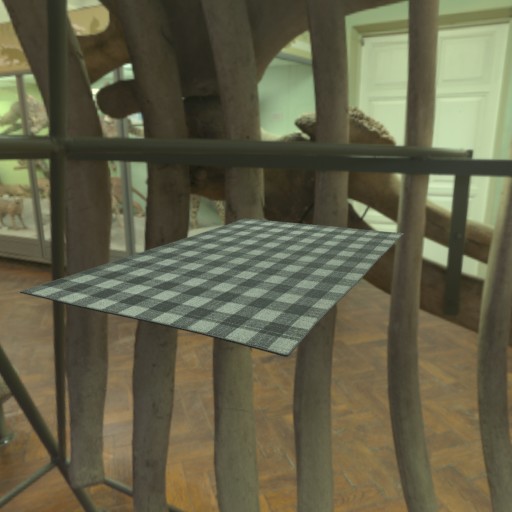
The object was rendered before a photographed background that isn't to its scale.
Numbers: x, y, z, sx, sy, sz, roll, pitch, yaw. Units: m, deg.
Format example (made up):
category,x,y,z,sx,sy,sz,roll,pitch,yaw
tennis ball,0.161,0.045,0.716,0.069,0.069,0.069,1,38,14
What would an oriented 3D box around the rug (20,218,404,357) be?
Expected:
category,x,y,z,sx,sy,sz,roll,pitch,yaw
rug,0.000,0.000,3.048,1.554,0.011,2.476,8,17,26
